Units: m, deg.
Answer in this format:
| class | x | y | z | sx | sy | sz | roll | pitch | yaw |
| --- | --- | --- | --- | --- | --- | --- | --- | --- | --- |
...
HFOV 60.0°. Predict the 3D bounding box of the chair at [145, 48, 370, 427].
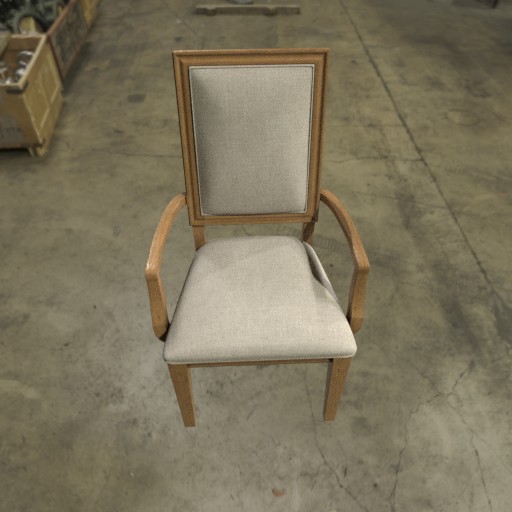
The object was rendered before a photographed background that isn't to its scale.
| class | x | y | z | sx | sy | sz | roll | pitch | yaw |
| --- | --- | --- | --- | --- | --- | --- | --- | --- | --- |
| chair | 0.000 | 0.000 | 1.332 | 0.606 | 0.990 | 0.602 | -2 | 46 | -2 |
